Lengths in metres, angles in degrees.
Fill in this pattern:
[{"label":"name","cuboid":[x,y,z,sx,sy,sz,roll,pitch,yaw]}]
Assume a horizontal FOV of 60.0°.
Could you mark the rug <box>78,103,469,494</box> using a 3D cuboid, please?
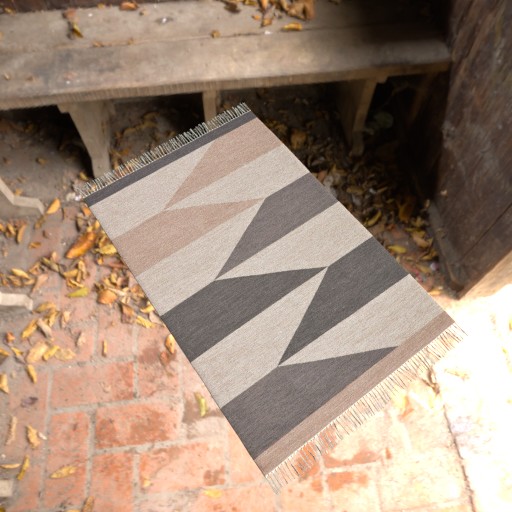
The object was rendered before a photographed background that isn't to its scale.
[{"label":"rug","cuboid":[0.000,0.000,2.455,1.224,0.027,2.021,-33,67,-16]}]
